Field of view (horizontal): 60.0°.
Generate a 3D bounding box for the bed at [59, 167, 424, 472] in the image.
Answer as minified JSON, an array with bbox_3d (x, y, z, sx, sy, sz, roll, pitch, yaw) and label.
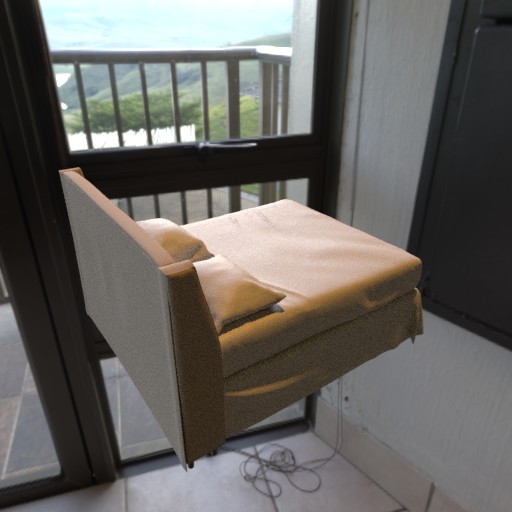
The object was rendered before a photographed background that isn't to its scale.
[{"bbox_3d":[0.000,0.000,3.450,2.276,1.332,1.925,-18,32,-30],"label":"bed"}]
